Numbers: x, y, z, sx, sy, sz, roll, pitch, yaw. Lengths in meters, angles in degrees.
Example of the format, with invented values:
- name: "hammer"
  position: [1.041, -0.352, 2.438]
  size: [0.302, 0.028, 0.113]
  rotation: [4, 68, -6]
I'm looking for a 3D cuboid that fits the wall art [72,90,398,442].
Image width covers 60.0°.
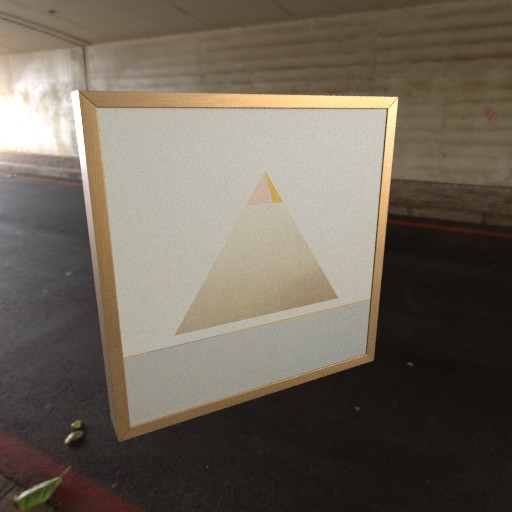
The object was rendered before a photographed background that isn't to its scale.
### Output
- name: "wall art"
  position: [0.000, 0.000, 0.444]
  size: [0.305, 0.303, 0.038]
  rotation: [-9, 20, -26]
